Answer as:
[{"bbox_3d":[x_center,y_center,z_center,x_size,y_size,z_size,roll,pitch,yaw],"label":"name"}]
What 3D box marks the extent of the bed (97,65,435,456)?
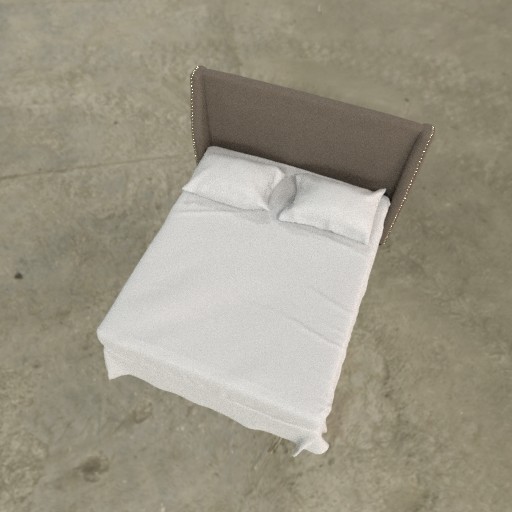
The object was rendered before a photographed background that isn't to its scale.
[{"bbox_3d":[0.000,0.000,3.374,1.925,1.332,2.276,19,61,11],"label":"bed"}]
